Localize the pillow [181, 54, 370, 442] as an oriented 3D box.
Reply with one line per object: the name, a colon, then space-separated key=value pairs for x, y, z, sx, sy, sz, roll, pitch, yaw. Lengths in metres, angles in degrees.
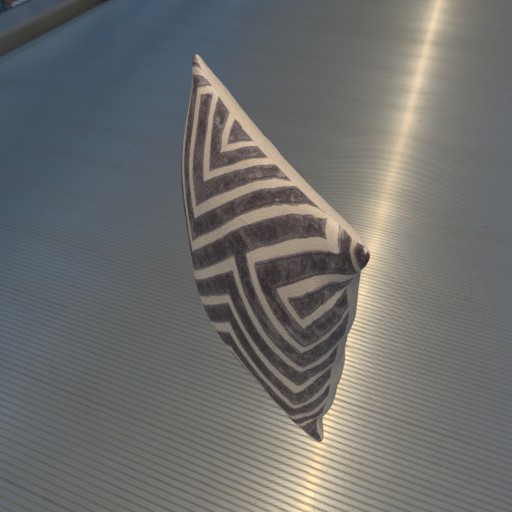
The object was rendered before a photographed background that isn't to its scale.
pillow: x=0.000 y=0.000 z=0.662 sx=0.182 sy=0.441 sz=0.440 roll=-19 pitch=50 yaw=-17
